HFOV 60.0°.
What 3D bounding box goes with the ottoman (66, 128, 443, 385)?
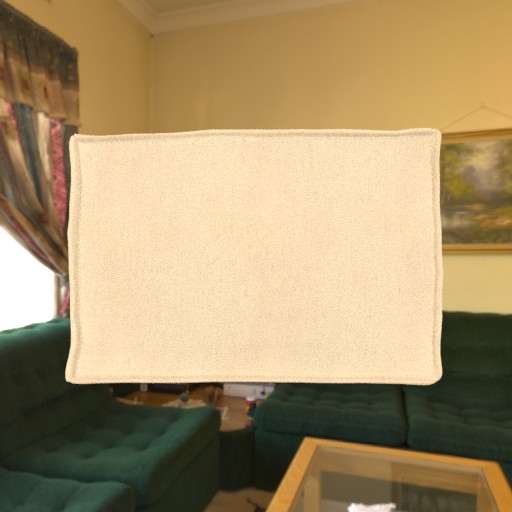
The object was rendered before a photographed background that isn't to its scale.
[{"bbox_3d":[0.000,0.000,1.116,0.707,0.470,0.696,0,0,1],"label":"ottoman"}]
